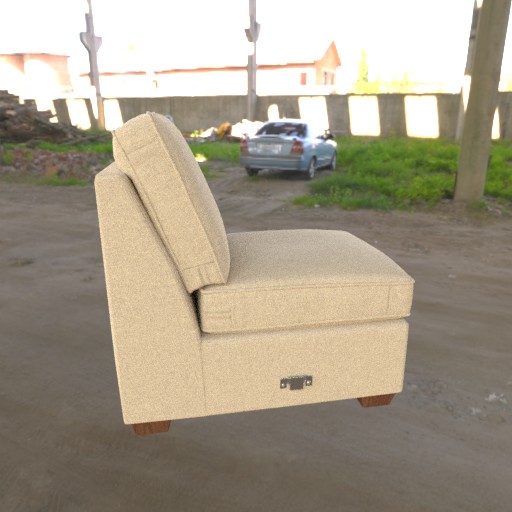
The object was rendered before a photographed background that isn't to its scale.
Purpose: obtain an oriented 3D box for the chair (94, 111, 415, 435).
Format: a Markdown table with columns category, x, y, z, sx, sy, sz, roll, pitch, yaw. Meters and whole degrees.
| category | x | y | z | sx | sy | sz | roll | pitch | yaw |
| --- | --- | --- | --- | --- | --- | --- | --- | --- | --- |
| chair | 0.000 | 0.000 | 1.570 | 0.938 | 0.970 | 0.621 | -3 | 17 | -10 |
